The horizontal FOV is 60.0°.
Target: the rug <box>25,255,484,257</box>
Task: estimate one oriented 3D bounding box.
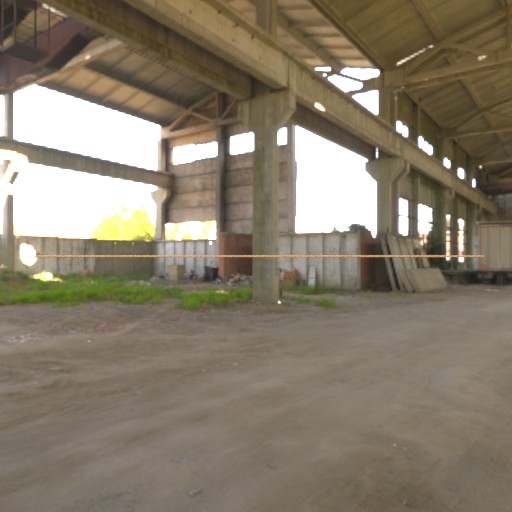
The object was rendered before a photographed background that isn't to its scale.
[{"bbox_3d":[0.000,0.000,4.108,3.048,0.013,2.439,0,0,2],"label":"rug"}]
